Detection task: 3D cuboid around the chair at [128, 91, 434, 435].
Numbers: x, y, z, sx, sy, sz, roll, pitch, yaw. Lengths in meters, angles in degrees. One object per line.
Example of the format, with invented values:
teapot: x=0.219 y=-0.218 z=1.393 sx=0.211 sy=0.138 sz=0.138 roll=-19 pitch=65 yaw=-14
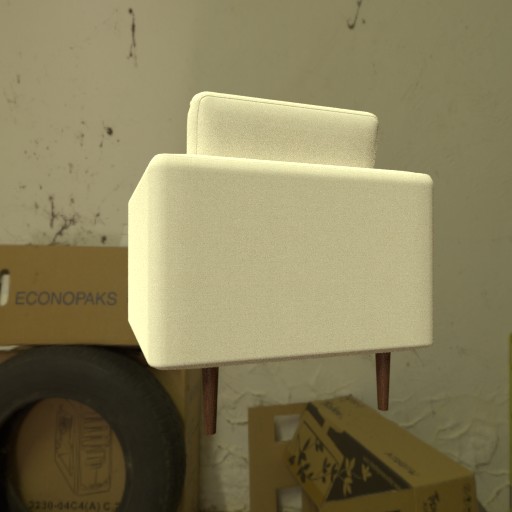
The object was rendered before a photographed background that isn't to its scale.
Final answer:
chair: x=0.000 y=0.000 z=1.570 sx=0.831 sy=0.899 sz=0.879 roll=0 pitch=0 yaw=-20
